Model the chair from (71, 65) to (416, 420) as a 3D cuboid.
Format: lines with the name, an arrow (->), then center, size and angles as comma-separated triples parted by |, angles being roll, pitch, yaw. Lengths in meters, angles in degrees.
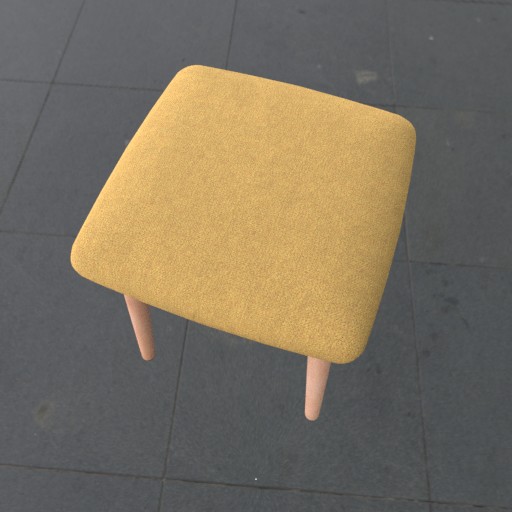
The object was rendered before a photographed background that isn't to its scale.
chair -> 0.000, 0.000, 0.691 | 0.350, 0.440, 0.350 | 17, 65, 9
